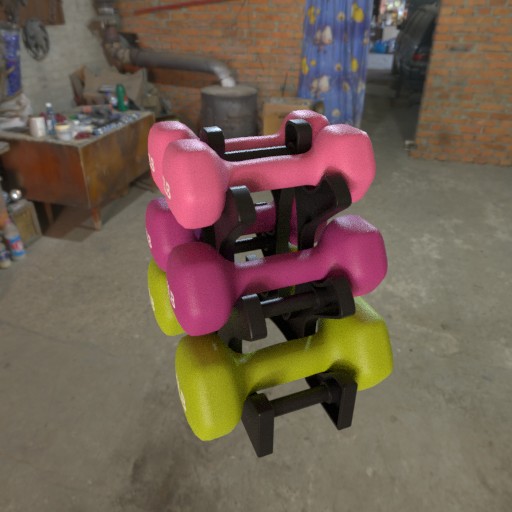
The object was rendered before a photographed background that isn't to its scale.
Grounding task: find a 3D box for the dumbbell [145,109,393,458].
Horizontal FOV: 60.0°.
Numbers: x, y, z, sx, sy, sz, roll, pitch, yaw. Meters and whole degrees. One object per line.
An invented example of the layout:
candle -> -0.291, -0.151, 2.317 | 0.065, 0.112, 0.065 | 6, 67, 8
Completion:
dumbbell -> 0.000, 0.000, 0.448 | 0.203, 0.261, 0.257 | -11, 31, -18
